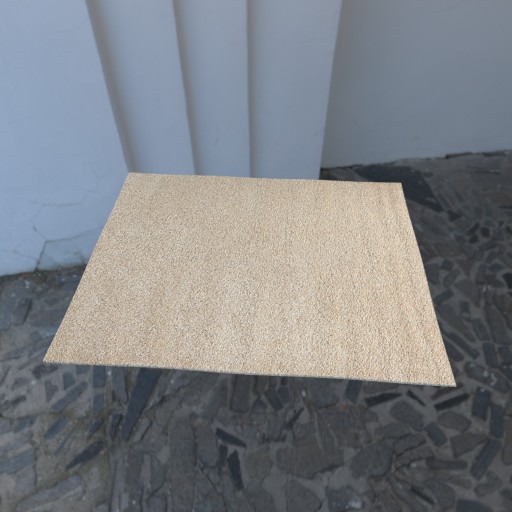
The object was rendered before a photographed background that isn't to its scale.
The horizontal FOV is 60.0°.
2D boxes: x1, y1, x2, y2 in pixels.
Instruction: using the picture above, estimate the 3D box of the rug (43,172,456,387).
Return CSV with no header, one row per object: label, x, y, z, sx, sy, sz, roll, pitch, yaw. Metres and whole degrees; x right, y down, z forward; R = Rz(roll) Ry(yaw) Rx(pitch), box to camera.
rug,0.000,0.000,4.049,3.000,0.026,2.400,3,46,3
